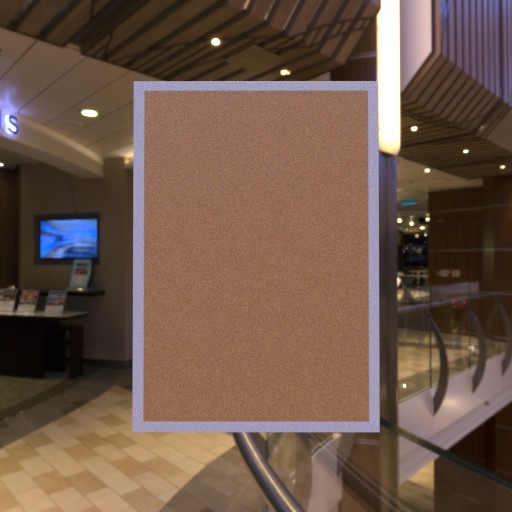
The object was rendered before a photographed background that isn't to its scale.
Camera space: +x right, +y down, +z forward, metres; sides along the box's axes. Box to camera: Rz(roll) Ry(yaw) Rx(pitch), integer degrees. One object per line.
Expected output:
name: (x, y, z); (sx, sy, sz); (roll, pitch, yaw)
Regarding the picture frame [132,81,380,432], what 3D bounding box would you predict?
picture frame: (0.000, 0.000, 0.555); (0.305, 0.434, 0.013); (0, -1, 0)
